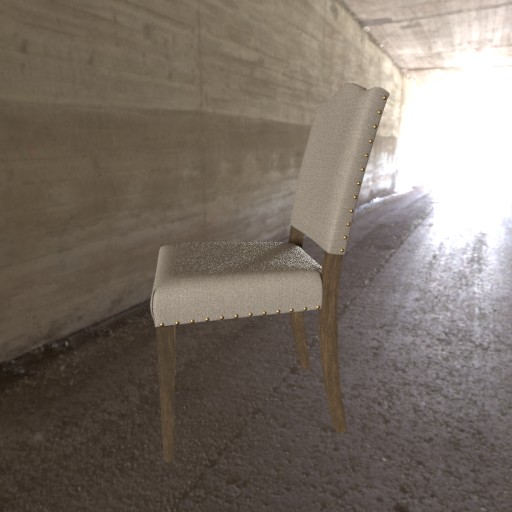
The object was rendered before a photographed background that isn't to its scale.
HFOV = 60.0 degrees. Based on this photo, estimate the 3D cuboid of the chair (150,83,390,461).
[{"bbox_3d":[0.000,0.000,1.378,0.620,1.020,0.508,-2,15,-9],"label":"chair"}]
